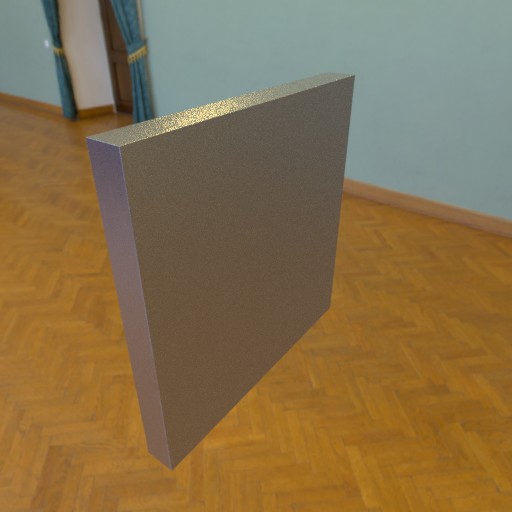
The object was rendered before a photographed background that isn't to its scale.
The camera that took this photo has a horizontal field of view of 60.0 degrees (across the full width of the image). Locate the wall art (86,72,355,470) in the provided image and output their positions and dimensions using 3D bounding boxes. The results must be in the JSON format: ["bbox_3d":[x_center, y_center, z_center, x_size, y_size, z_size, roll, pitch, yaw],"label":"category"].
[{"bbox_3d":[0.000,0.000,0.510,0.038,0.350,0.350,21,37,31],"label":"wall art"}]
